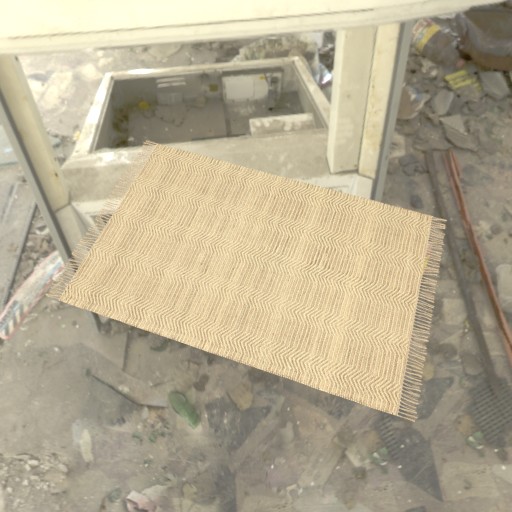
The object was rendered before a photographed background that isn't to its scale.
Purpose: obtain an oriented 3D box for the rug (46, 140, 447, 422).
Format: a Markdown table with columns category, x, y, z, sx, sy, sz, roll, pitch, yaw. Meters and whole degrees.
| category | x | y | z | sx | sy | sz | roll | pitch | yaw |
| --- | --- | --- | --- | --- | --- | --- | --- | --- | --- |
| rug | 0.000 | 0.000 | 2.532 | 2.021 | 0.027 | 1.224 | 17 | 61 | 10 |
